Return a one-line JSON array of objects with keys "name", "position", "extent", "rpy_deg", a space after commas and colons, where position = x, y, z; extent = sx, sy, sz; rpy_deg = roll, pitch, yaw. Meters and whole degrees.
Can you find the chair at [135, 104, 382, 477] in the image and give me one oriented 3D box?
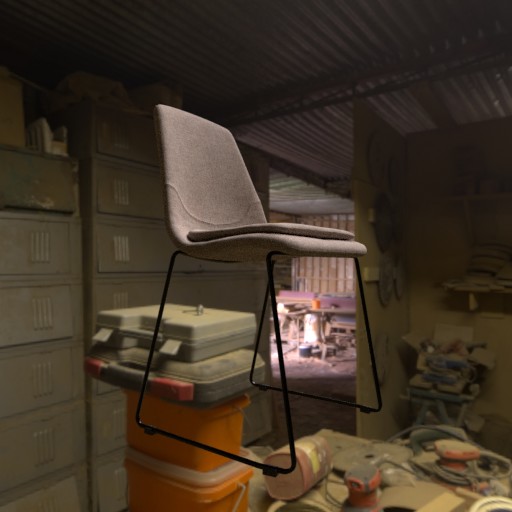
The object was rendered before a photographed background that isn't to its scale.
[{"name": "chair", "position": [0.000, 0.000, 1.173], "extent": [0.518, 0.858, 0.479], "rpy_deg": [-1, -1, 37]}]
